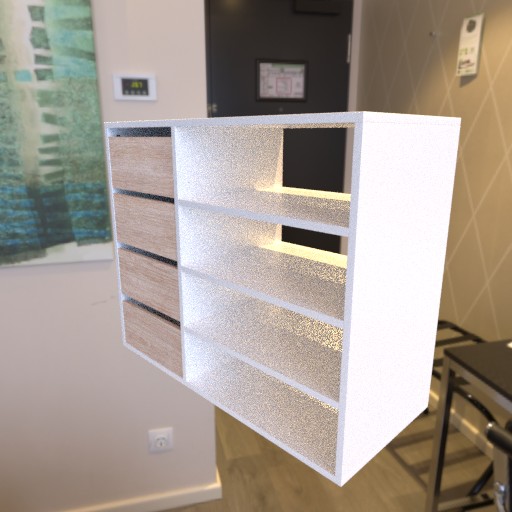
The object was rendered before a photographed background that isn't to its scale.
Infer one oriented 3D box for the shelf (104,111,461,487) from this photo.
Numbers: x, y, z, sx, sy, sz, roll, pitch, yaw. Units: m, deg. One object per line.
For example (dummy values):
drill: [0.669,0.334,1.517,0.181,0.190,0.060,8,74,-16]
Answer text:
shelf: [0.000,0.000,1.252,0.396,0.732,0.895,-15,21,-43]
